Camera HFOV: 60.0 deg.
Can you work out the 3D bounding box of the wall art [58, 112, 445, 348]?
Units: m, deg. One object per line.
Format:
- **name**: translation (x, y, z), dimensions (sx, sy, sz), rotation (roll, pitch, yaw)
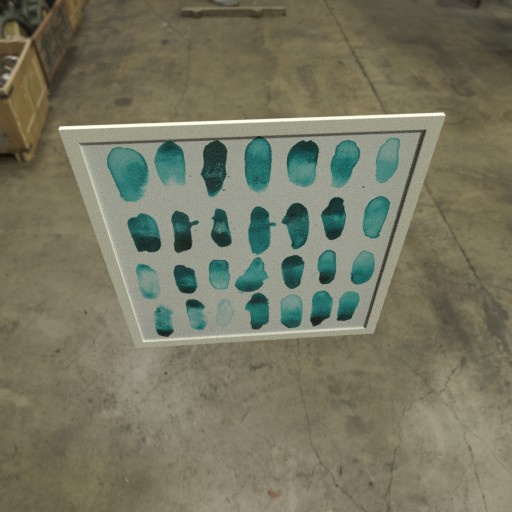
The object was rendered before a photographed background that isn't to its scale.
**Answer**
- **wall art**: translation (0.000, 0.000, 1.222), dimensions (0.812, 0.813, 0.013), rotation (-3, 46, -3)
